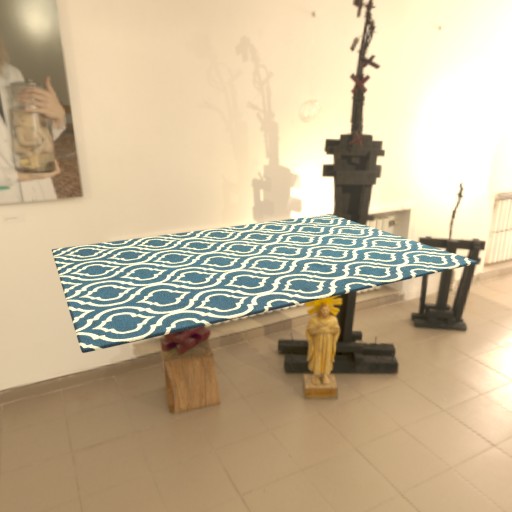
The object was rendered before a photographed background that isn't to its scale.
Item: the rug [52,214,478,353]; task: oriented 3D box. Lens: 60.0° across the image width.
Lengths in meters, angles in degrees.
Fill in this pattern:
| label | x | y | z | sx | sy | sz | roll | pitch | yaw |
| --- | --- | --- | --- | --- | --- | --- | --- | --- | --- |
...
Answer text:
| label | x | y | z | sx | sy | sz | roll | pitch | yaw |
| --- | --- | --- | --- | --- | --- | --- | --- | --- | --- |
| rug | 0.000 | 0.000 | 2.165 | 1.753 | 0.010 | 1.143 | -9 | 20 | -26 |
